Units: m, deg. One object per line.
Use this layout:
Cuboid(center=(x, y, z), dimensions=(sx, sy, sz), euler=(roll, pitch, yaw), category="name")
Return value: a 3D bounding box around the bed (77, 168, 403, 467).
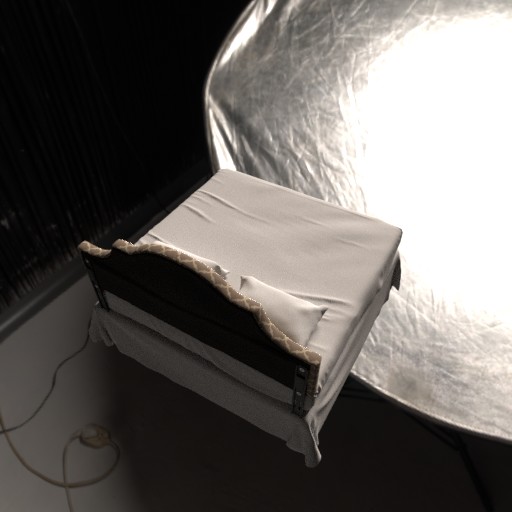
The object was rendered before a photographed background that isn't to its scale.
Cuboid(center=(0.000, 0.000, 3.823), dimensions=(2.314, 1.601, 2.222), euler=(23, 49, 22), category="bed")
